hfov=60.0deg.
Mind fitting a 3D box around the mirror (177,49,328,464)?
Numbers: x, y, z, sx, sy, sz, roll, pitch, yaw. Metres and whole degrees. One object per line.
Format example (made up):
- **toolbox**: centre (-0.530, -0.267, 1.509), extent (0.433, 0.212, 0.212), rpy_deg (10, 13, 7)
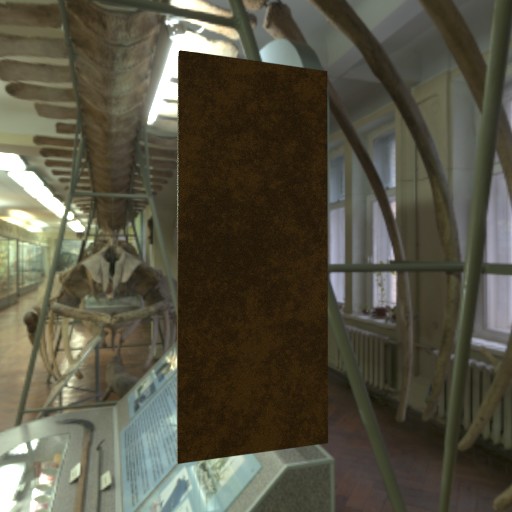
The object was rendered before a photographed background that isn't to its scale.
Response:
- **mirror**: centre (0.000, 0.000, 2.311), extent (0.812, 2.031, 0.032), rpy_deg (0, -1, -18)
